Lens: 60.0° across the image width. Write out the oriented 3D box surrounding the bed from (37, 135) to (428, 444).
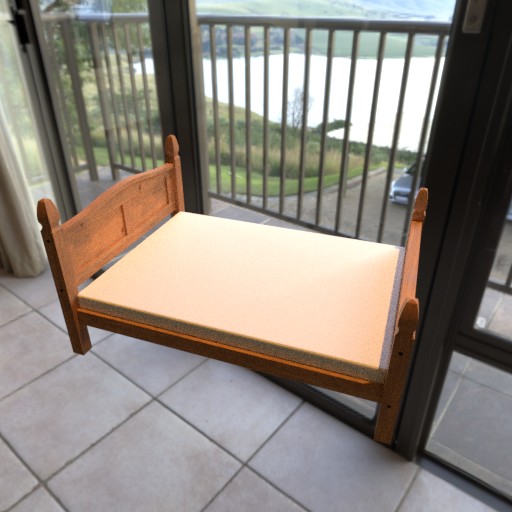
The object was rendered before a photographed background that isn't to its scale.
[{"bbox_3d":[0.000,0.000,2.992,2.069,1.100,1.490,10,32,17],"label":"bed"}]
